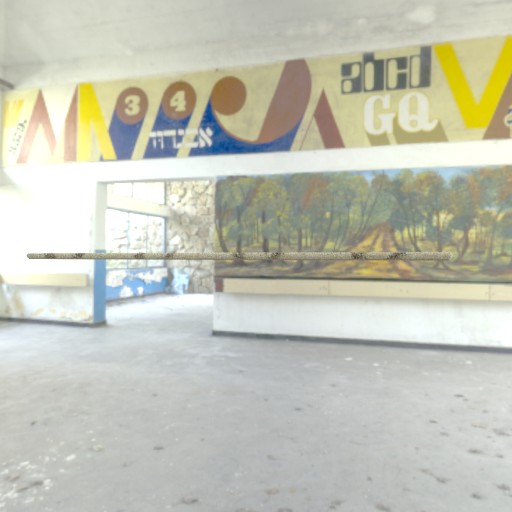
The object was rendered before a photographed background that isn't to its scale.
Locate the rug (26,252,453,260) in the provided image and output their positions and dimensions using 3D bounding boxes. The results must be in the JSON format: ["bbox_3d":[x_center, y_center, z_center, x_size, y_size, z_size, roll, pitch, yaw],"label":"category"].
[{"bbox_3d":[0.000,0.000,2.140,1.600,0.025,1.200,0,0,17],"label":"rug"}]
